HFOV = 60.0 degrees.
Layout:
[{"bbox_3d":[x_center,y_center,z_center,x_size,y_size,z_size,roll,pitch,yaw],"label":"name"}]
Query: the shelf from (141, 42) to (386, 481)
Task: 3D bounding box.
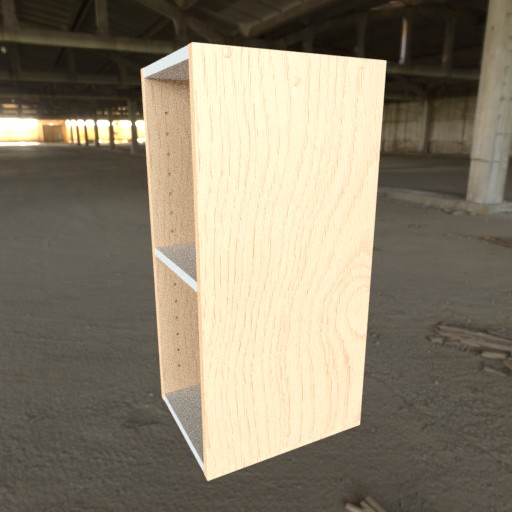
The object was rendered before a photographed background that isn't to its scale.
[{"bbox_3d":[0.000,0.000,0.751,0.290,0.600,0.250,-8,17,-26],"label":"shelf"}]
